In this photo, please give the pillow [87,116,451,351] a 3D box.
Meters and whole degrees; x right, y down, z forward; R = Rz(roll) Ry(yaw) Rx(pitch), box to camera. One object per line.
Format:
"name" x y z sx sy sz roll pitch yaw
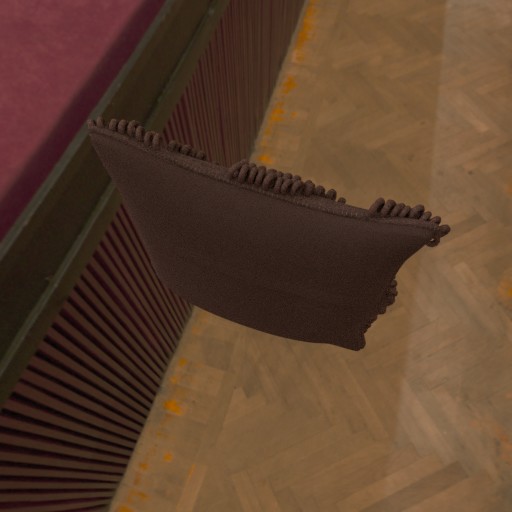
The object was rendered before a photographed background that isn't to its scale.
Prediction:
"pillow" 0.000 0.000 0.732 0.470 0.467 0.172 18 64 9
